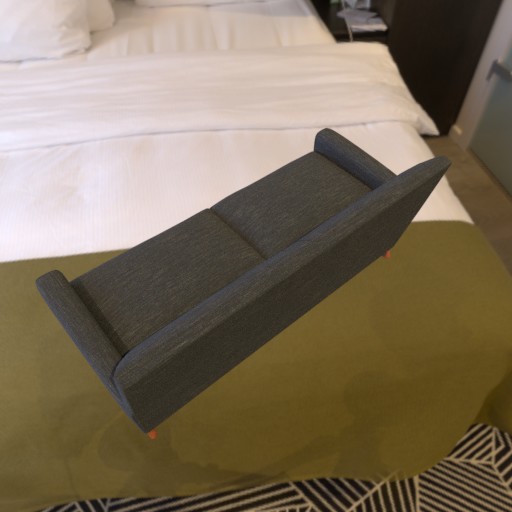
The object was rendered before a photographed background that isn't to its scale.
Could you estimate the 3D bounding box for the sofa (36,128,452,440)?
[{"bbox_3d":[0.000,0.000,2.384,1.976,0.846,0.875,-33,56,-26],"label":"sofa"}]
